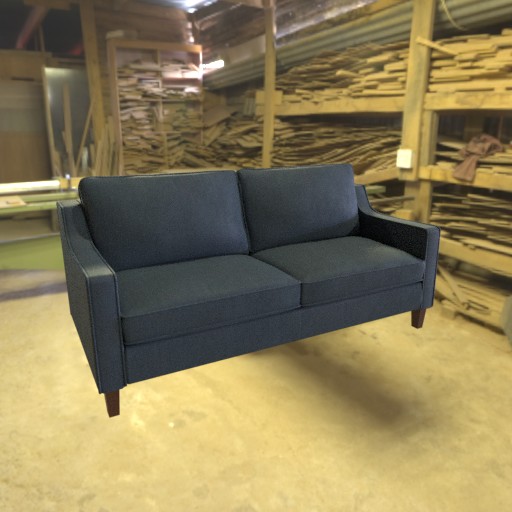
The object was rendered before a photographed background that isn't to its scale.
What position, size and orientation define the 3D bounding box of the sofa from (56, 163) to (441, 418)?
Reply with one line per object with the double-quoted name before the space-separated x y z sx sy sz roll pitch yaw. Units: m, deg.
"sofa" 0.000 0.000 2.826 2.178 1.071 1.066 -8 18 -27
